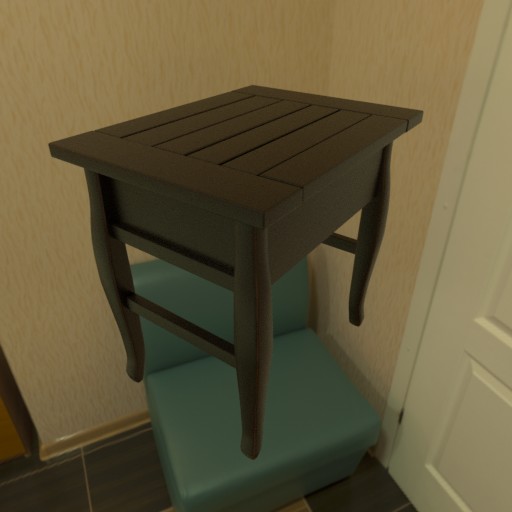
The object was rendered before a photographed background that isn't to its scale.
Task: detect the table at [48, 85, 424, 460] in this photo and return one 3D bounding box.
[{"bbox_3d":[0.000,0.000,1.023,0.460,0.604,0.602,21,38,30],"label":"table"}]
